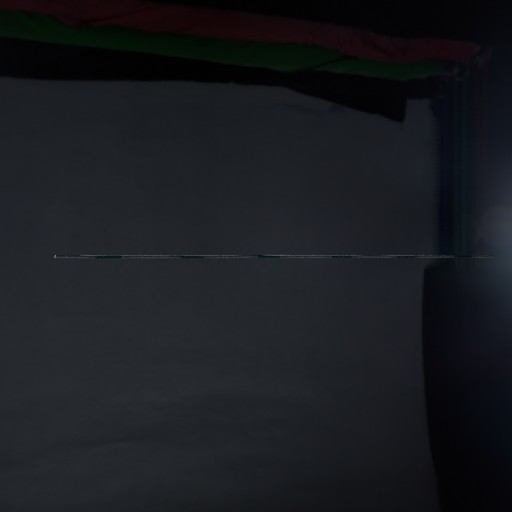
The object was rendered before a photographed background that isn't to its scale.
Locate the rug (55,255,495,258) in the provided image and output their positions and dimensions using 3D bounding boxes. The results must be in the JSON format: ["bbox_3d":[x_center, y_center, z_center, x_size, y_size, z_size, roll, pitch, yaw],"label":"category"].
[{"bbox_3d":[0.000,0.000,4.064,3.041,0.019,2.434,0,0,-16],"label":"rug"}]
